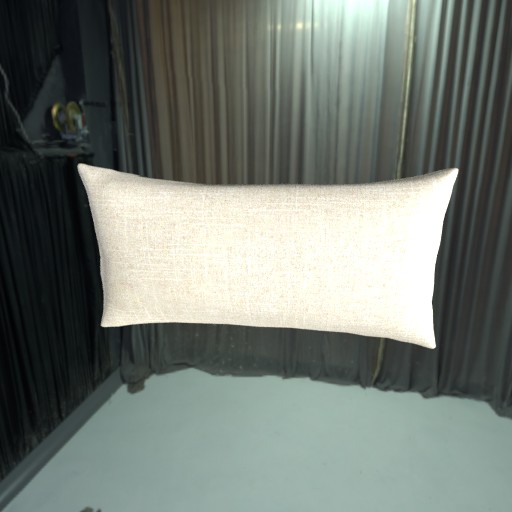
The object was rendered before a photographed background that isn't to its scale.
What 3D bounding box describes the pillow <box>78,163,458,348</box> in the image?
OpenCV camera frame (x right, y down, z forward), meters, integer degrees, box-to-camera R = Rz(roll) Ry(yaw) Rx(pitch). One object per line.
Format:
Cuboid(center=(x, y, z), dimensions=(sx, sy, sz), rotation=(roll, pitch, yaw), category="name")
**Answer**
Cuboid(center=(0.000, 0.000, 1.058), dimensions=(0.859, 0.429, 0.197), rotation=(3, 17, 9), category="pillow")
